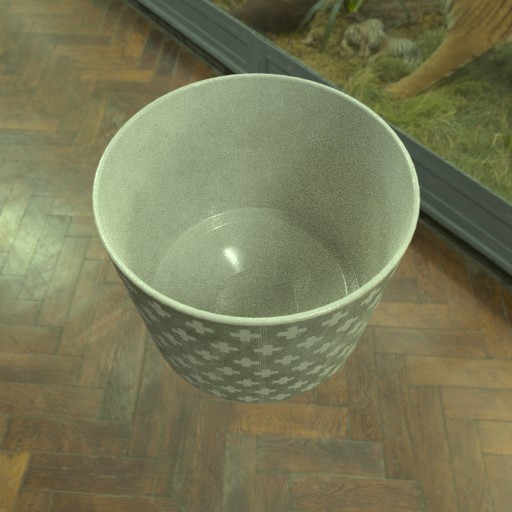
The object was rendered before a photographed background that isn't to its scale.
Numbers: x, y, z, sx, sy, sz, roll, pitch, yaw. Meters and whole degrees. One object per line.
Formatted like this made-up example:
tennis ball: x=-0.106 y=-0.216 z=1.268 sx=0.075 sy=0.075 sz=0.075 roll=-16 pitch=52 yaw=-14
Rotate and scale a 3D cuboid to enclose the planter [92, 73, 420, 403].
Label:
planter: x=0.000 y=0.000 z=0.337 sx=0.190 sy=0.181 sz=0.190 roll=0 pitch=58 yaw=0
